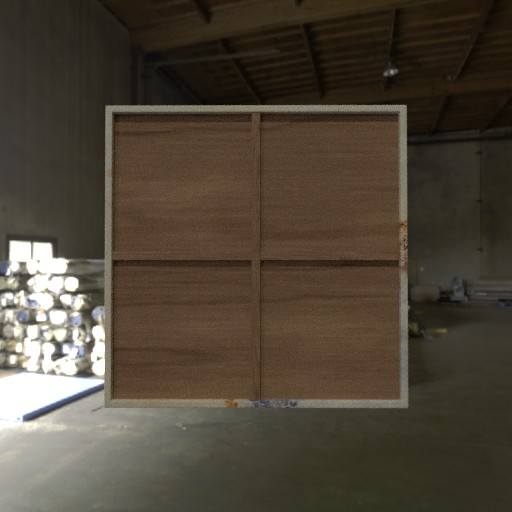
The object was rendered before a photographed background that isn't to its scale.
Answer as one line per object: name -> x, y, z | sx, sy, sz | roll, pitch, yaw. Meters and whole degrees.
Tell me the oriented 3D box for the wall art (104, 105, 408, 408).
wall art -> 0.000, 0.000, 1.319 | 0.889, 0.889, 0.038 | 0, -1, 0
